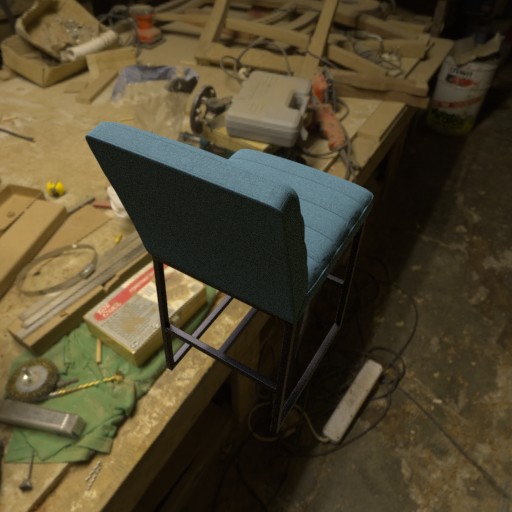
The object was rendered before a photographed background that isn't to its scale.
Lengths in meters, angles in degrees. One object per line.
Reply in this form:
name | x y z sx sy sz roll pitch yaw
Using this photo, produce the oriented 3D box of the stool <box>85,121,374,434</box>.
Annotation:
stool | 0.000 0.000 1.263 0.460 0.940 0.560 24 50 22
